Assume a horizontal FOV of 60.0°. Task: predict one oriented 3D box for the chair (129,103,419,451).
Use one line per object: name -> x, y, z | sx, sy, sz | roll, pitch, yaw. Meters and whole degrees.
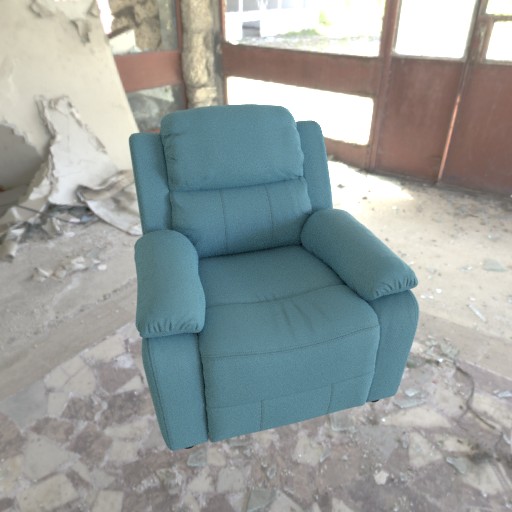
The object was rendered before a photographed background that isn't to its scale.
chair -> 0.000, 0.000, 1.245 | 0.680, 0.702, 0.709 | -9, 32, -14
